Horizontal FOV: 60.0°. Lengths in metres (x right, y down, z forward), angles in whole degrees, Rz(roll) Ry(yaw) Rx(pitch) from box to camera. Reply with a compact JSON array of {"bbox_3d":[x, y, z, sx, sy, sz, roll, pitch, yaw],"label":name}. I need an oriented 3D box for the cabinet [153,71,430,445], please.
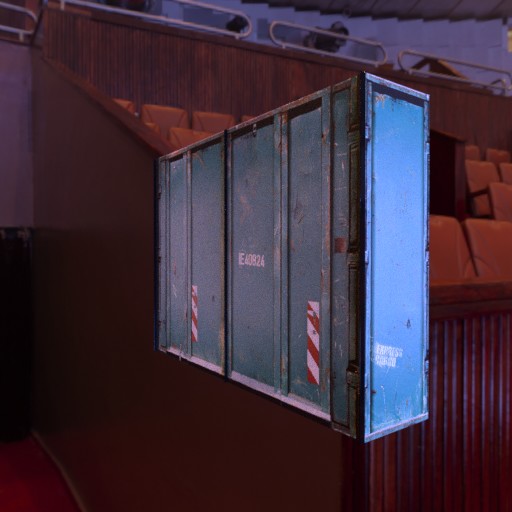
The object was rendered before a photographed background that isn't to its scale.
[{"bbox_3d":[0.000,0.000,3.973,0.680,2.160,3.001,0,1,-36],"label":"cabinet"}]
